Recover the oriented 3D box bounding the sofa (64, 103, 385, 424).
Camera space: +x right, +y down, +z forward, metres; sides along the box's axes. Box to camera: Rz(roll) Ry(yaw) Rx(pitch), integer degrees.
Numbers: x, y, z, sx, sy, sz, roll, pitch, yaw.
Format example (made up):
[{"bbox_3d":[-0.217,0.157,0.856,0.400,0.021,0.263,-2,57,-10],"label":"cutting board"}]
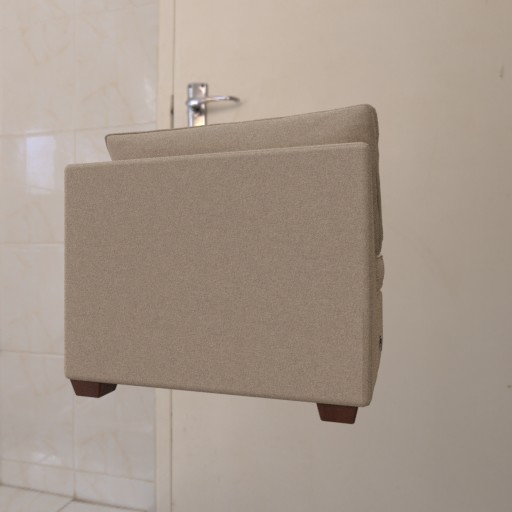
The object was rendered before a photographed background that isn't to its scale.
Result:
[{"bbox_3d":[0.000,0.000,1.946,1.084,1.002,1.146,0,0,17],"label":"sofa"}]
